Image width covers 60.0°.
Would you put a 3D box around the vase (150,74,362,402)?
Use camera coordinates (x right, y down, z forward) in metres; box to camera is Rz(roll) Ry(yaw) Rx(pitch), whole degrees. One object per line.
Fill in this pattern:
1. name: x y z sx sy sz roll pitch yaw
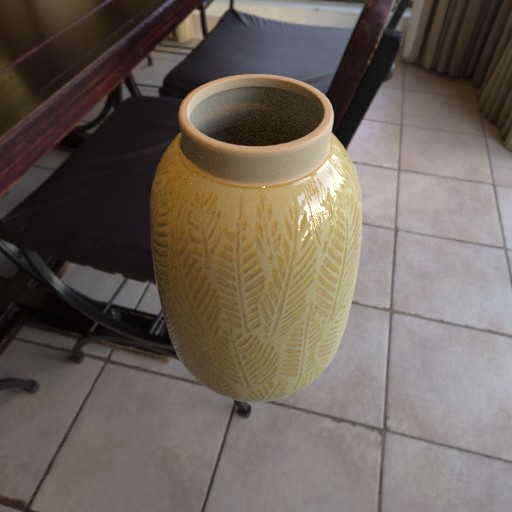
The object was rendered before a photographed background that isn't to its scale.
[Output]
1. vase: 0.000 0.000 0.374 0.172 0.270 0.172 0 47 0
